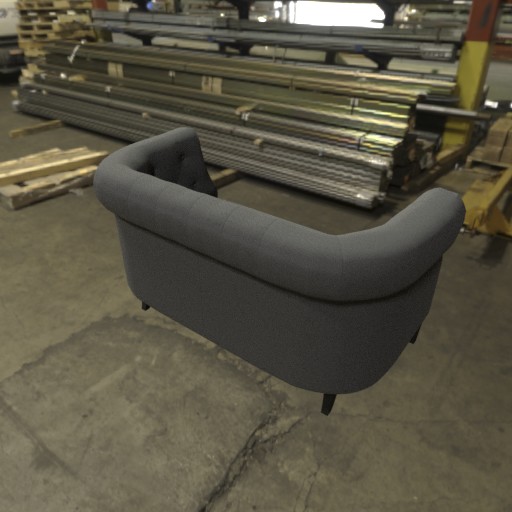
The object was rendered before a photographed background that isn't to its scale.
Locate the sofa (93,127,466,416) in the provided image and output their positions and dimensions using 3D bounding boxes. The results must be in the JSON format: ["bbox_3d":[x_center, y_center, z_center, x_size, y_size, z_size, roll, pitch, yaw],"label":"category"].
[{"bbox_3d":[0.000,0.000,2.030,1.558,0.827,0.835,22,38,31],"label":"sofa"}]
